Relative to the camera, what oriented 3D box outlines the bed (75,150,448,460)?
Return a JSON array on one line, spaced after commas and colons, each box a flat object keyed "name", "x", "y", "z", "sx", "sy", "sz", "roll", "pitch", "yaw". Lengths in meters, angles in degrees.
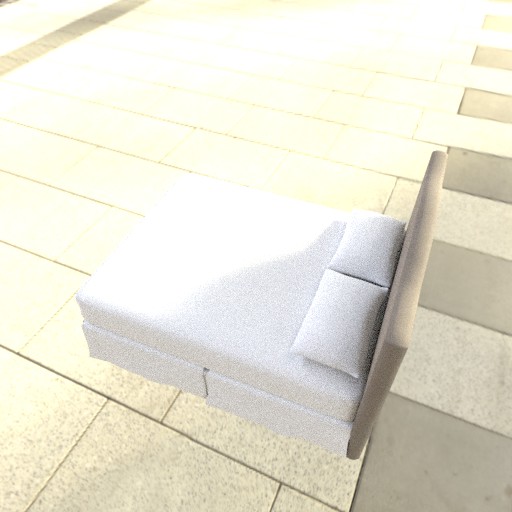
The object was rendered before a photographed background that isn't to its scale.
[{"name": "bed", "x": 0.000, "y": 0.000, "z": 3.189, "sx": 2.128, "sy": 1.441, "sz": 1.744, "roll": 17, "pitch": 48, "yaw": 16}]
